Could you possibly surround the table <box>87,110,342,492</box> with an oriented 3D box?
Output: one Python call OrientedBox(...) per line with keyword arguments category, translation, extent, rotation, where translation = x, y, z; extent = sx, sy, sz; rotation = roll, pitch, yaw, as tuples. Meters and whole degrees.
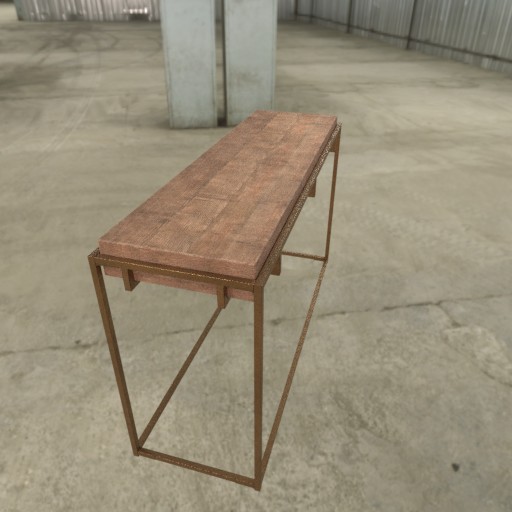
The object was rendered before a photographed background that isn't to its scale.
OrientedBox(category="table", translation=(0.000, 0.000, 1.788), extent=(0.440, 0.820, 1.400), rotation=(9, 33, 14))
